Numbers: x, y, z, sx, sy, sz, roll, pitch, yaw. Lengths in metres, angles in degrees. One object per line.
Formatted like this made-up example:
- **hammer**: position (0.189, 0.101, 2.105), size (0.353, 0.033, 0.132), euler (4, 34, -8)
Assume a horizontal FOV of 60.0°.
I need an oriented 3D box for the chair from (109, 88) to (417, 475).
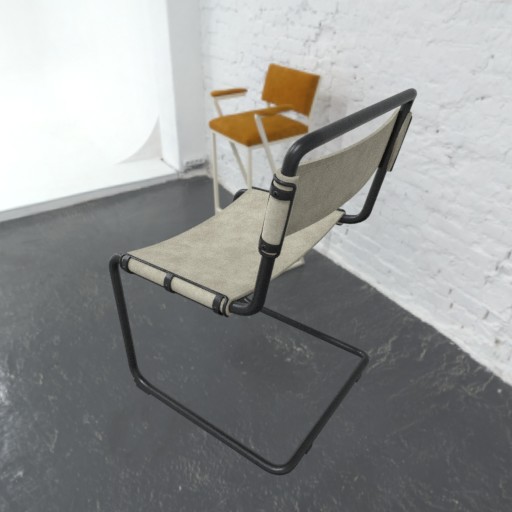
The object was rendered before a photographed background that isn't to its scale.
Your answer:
- **chair**: position (0.000, 0.000, 1.044), size (0.497, 0.747, 0.499), euler (21, 37, 30)
